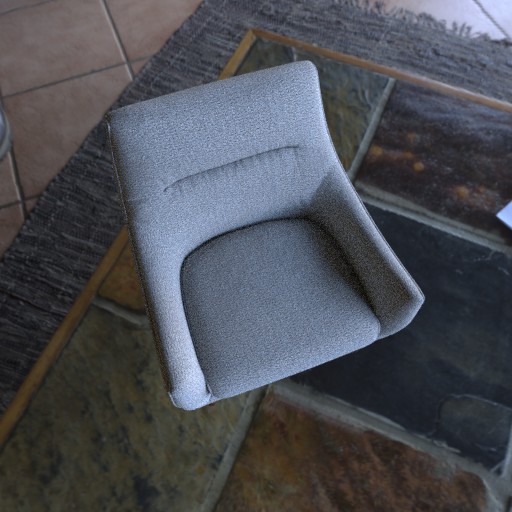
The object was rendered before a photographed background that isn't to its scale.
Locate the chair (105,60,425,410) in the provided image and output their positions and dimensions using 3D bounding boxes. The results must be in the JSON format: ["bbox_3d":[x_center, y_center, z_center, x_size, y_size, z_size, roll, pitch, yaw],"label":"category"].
[{"bbox_3d":[0.000,0.000,1.460,0.762,0.838,0.787,-18,65,-9],"label":"chair"}]
